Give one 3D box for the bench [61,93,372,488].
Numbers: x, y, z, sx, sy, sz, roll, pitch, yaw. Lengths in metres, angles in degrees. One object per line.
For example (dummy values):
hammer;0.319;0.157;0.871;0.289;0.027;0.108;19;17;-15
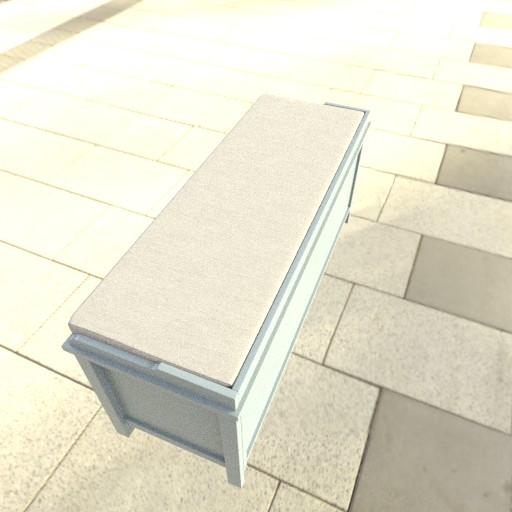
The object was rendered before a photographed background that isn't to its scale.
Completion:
bench;0.000;0.000;1.369;0.398;0.501;1.140;17;48;15
